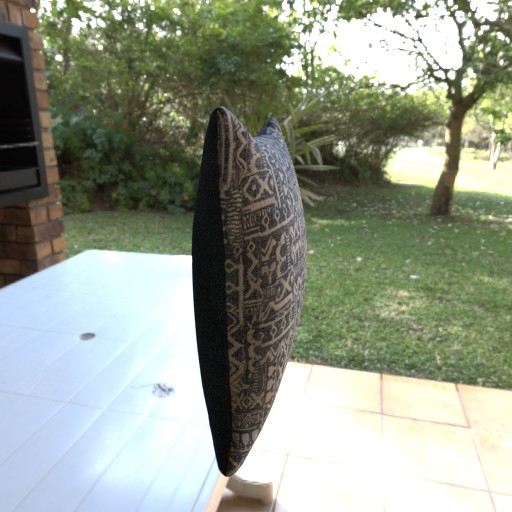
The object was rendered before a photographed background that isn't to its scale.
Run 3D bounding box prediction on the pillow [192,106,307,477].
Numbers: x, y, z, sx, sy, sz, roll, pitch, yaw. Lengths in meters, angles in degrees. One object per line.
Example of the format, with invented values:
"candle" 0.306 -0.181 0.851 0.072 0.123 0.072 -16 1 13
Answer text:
"pillow" 0.000 0.000 0.793 0.180 0.487 0.546 2 16 8
